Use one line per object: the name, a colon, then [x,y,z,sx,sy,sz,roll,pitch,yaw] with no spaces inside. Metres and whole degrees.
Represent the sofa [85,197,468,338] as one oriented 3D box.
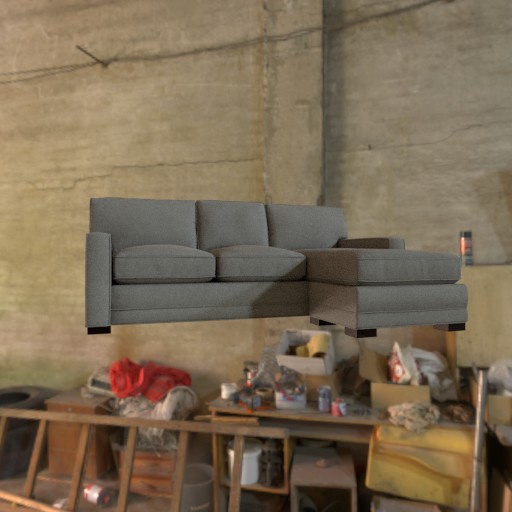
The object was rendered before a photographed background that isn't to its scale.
sofa: [0.000,0.000,2.904,2.087,0.861,1.496,0,0,-19]
